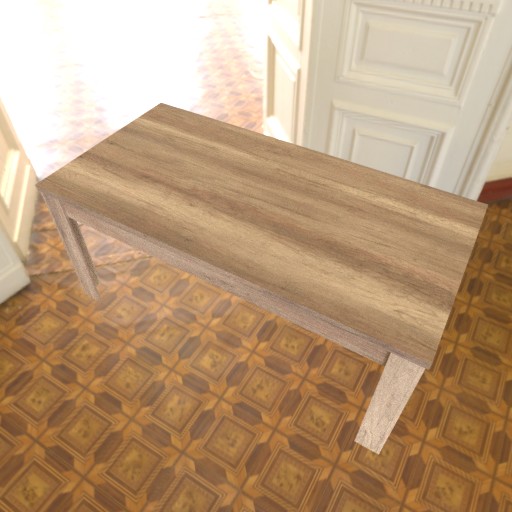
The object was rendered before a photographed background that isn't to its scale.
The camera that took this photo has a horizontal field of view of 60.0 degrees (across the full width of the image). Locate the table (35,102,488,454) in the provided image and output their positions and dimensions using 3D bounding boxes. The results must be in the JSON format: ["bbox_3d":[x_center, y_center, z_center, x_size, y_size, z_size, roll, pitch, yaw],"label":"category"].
[{"bbox_3d":[0.000,0.000,2.249,1.800,0.790,0.900,23,51,21],"label":"table"}]
